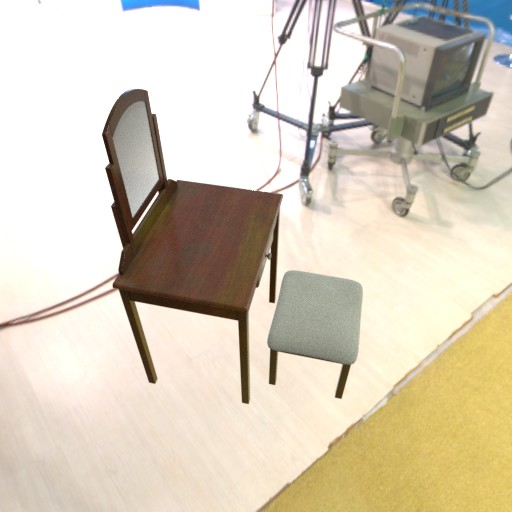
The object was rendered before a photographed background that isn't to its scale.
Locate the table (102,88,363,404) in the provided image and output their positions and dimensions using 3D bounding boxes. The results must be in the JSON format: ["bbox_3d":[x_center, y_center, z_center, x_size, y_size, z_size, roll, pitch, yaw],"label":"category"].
[{"bbox_3d":[0.000,0.000,2.329,1.211,1.631,0.876,9,45,9],"label":"table"}]
